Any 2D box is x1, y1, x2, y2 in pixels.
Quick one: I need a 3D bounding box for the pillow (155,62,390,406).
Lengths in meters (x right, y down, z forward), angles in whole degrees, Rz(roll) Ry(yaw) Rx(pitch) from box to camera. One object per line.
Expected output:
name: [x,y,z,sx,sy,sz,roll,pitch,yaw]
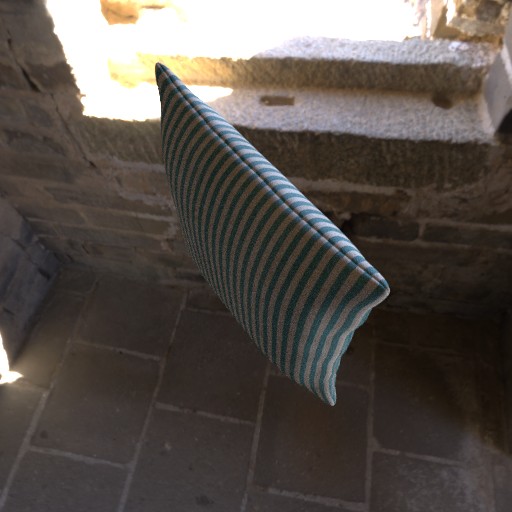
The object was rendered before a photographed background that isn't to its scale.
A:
pillow: [0.000,0.000,0.814,0.166,0.510,0.523,-32,63,-19]
